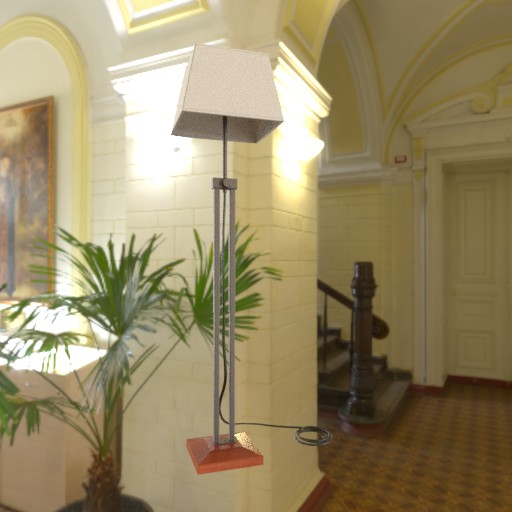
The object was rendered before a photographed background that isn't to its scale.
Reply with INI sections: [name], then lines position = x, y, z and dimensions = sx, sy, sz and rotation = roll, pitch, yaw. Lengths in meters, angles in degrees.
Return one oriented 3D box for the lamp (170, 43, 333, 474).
[lamp]
position = 0.000, 0.000, 2.013
dimensions = 0.745, 1.712, 0.472
rotation = 0, -1, -18
